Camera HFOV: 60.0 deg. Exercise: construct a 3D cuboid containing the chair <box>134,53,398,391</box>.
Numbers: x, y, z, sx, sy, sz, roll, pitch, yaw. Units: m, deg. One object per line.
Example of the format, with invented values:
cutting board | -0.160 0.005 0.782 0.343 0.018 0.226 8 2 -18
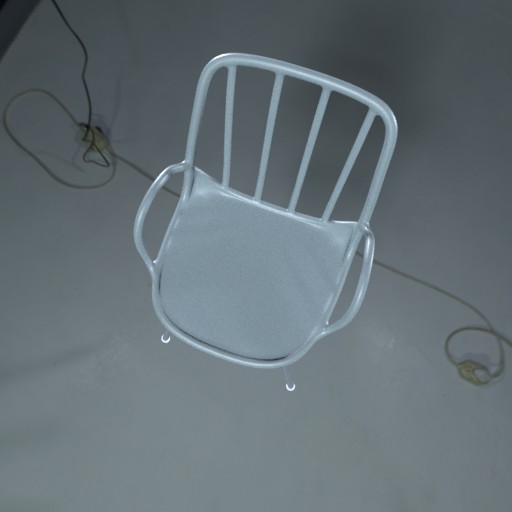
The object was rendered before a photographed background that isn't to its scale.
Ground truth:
chair | 0.000 0.000 1.200 0.549 0.816 0.597 20 76 5
